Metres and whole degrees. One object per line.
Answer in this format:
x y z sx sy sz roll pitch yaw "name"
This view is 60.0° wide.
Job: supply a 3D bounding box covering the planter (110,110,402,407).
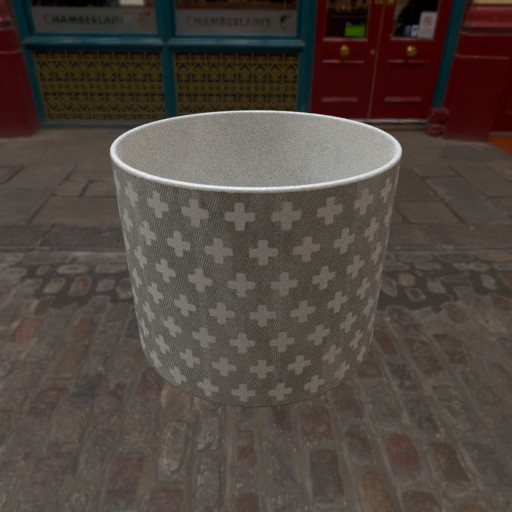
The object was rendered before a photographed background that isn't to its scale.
0.000 0.000 0.452 0.250 0.239 0.250 0 29 0 "planter"
